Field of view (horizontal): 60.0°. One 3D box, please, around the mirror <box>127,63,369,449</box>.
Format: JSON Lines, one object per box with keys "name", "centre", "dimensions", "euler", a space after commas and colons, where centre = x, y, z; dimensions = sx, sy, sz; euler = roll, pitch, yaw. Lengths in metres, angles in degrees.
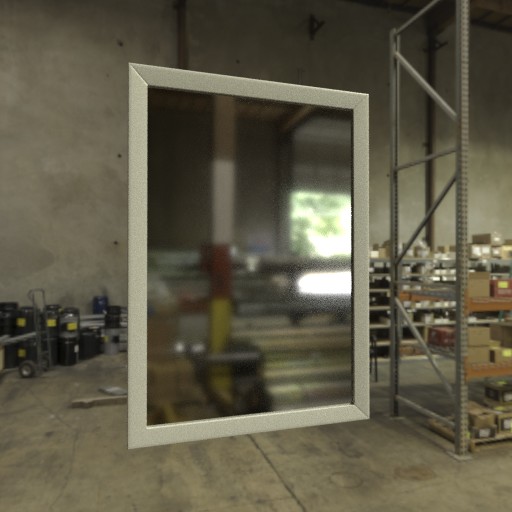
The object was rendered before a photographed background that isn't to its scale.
{"name": "mirror", "centre": [0.000, 0.000, 0.910], "dimensions": [0.507, 0.710, 0.040], "euler": [0, 0, -18]}
